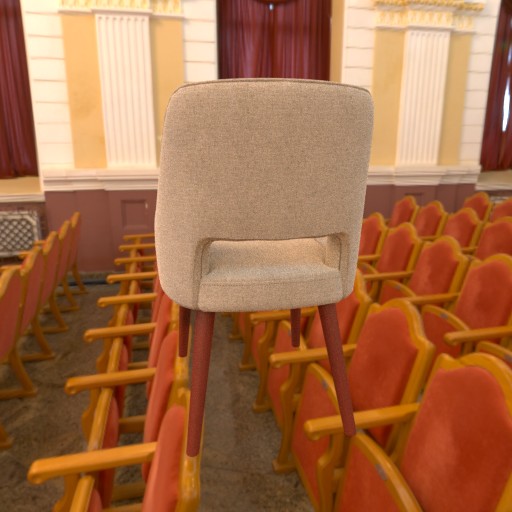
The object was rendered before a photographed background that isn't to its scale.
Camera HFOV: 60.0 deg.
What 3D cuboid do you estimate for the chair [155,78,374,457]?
[{"bbox_3d":[0.000,0.000,1.235,0.548,0.849,0.605,-3,14,-11],"label":"chair"}]
